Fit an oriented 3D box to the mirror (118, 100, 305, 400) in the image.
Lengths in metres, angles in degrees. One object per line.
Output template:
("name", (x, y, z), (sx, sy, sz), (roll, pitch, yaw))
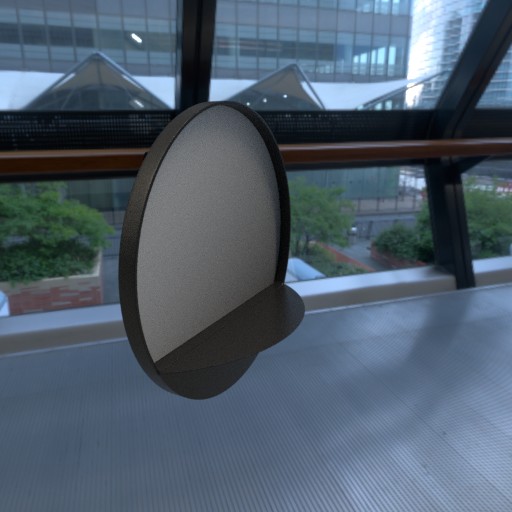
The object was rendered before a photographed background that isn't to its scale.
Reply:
("mirror", (0.000, 0.000, 0.687), (0.133, 0.457, 0.457), (8, 17, 26))
